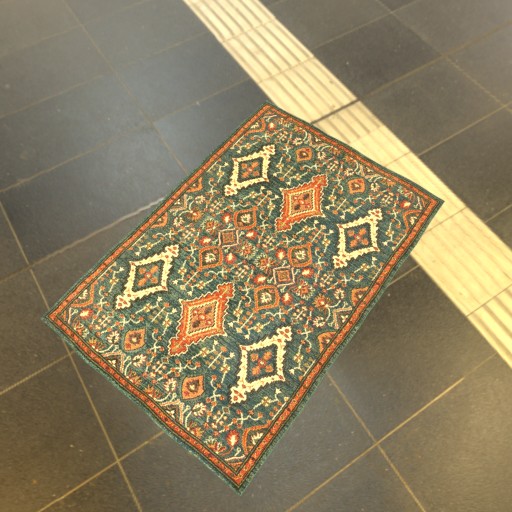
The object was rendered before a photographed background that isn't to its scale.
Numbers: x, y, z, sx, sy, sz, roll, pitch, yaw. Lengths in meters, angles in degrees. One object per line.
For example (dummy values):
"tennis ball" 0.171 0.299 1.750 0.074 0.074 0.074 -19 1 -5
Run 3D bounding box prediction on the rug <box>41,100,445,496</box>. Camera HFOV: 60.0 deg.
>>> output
"rug" 0.000 0.000 2.973 1.622 0.009 2.373 35 68 16
